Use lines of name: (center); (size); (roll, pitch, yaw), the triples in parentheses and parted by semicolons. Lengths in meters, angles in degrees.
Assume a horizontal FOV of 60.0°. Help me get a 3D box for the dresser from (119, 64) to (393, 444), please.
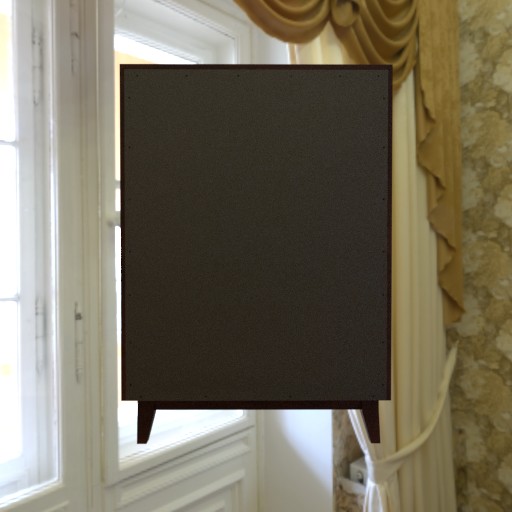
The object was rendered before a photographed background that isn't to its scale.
dresser: (0.000, 0.000, 2.003); (1.072, 1.514, 0.506); (0, 1, 0)
